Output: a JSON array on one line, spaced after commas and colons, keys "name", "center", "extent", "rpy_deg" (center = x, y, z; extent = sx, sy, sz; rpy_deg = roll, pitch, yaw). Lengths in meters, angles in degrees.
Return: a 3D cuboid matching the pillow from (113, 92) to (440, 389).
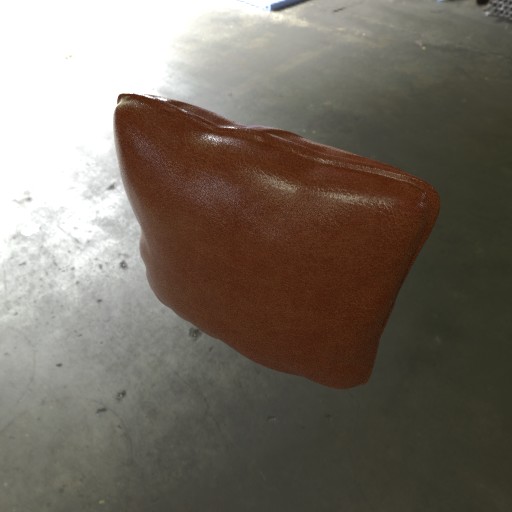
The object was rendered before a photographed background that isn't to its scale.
[{"name": "pillow", "center": [0.000, 0.000, 0.806], "extent": [0.532, 0.523, 0.236], "rpy_deg": [22, 50, 20]}]
